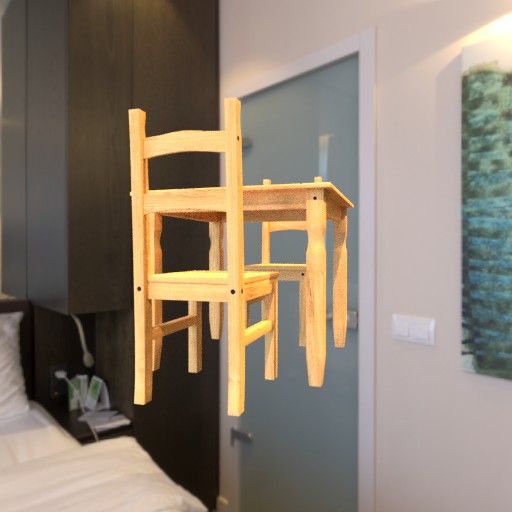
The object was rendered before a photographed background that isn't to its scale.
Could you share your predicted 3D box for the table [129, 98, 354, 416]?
[{"bbox_3d":[0.000,0.000,2.066,0.813,0.942,1.501,0,1,18],"label":"table"}]
